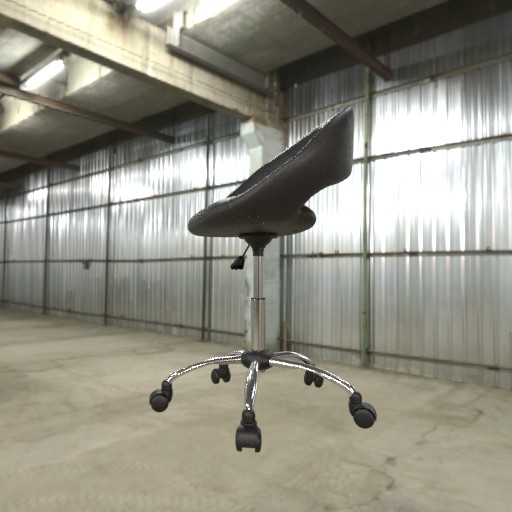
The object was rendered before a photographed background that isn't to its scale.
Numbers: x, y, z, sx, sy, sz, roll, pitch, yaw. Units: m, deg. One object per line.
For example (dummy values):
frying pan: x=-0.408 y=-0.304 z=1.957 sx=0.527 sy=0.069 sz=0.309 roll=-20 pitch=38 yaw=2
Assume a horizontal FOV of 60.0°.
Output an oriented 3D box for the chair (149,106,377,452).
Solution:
chair: x=0.000 y=0.000 z=1.180 sx=0.538 sy=0.791 sz=0.612 roll=1 pitch=-2 yaw=-19
